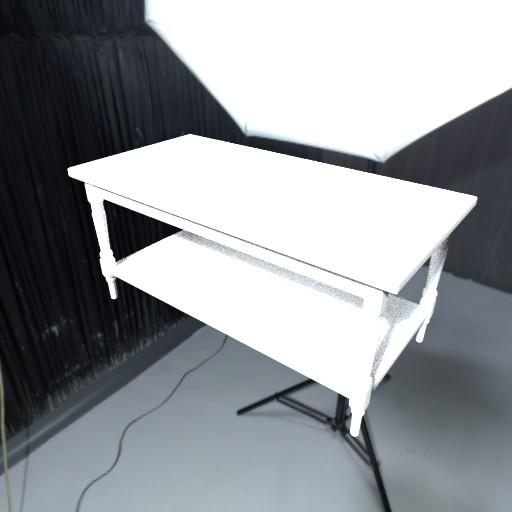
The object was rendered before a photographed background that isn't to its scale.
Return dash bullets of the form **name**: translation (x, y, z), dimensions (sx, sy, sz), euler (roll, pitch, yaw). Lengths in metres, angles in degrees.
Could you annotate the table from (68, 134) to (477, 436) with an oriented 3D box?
- **table**: translation (0.000, 0.000, 1.441), dimensions (1.107, 0.510, 0.550), euler (21, 35, 32)
